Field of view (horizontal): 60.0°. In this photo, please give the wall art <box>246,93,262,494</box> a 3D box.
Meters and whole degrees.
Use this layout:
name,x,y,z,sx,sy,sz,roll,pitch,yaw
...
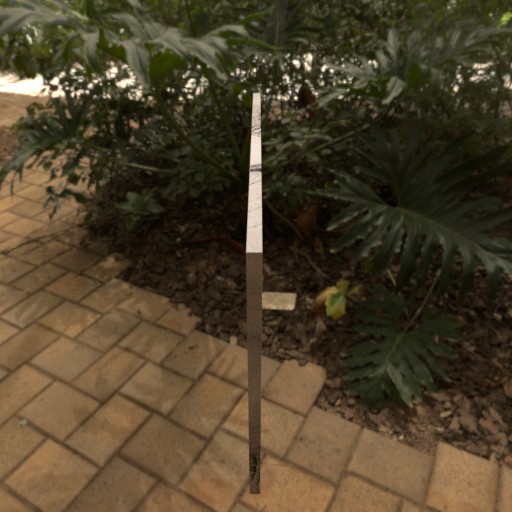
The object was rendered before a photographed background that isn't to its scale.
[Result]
name,x,y,z,sx,sy,sz,roll,pitch,yaw
wall art,0.000,0.000,1.154,0.023,0.607,0.914,0,33,0
